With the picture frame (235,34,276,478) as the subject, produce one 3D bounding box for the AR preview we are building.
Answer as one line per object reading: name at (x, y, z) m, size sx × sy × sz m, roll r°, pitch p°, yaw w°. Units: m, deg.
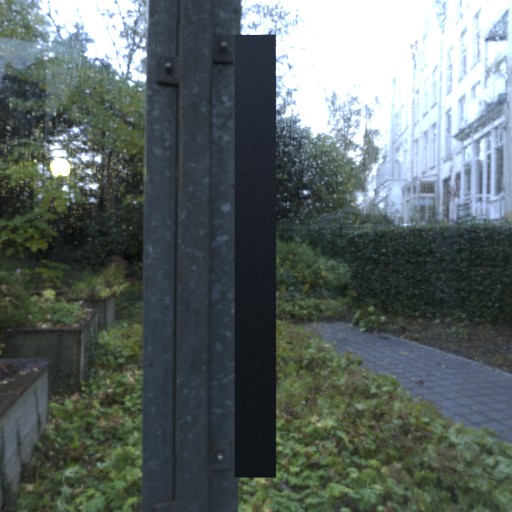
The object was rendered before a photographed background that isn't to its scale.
picture frame at (0.000, 0.000, 0.476) m, size 0.030 × 0.317 × 0.317 m, roll 0°, pitch 0°, yaw 0°
